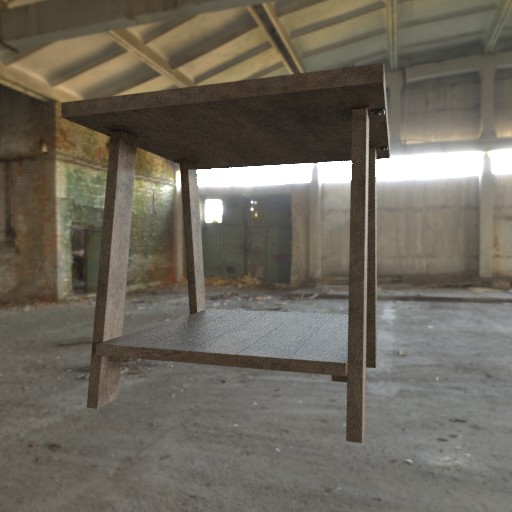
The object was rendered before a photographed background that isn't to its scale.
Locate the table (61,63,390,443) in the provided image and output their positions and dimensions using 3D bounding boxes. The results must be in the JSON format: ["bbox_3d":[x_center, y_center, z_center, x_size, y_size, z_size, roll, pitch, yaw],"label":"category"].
[{"bbox_3d":[0.000,0.000,1.073,0.610,0.610,0.610,0,1,18],"label":"table"}]
